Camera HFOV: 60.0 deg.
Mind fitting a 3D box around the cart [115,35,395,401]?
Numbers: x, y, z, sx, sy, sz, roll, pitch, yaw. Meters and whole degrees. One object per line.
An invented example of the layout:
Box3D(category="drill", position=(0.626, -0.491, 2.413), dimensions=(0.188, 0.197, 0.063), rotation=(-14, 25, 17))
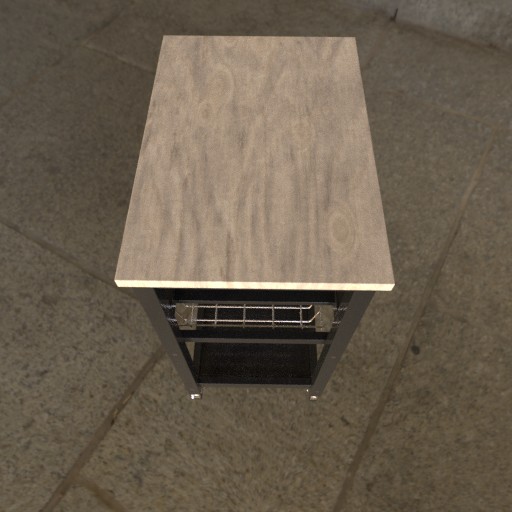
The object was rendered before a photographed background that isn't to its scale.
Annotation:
Box3D(category="cart", position=(0.000, 0.000, 1.137), dimensions=(0.403, 0.839, 0.584), rotation=(1, 59, 0))
